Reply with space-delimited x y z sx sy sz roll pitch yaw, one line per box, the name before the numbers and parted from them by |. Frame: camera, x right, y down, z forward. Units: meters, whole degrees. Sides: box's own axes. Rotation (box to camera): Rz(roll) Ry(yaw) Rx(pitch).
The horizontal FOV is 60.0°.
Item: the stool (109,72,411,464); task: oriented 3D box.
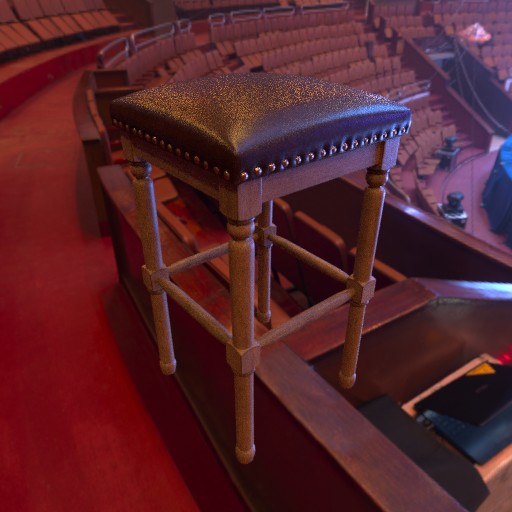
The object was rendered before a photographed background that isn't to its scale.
stool | 0.000 0.000 0.926 0.383 0.702 0.382 -23 38 -33
